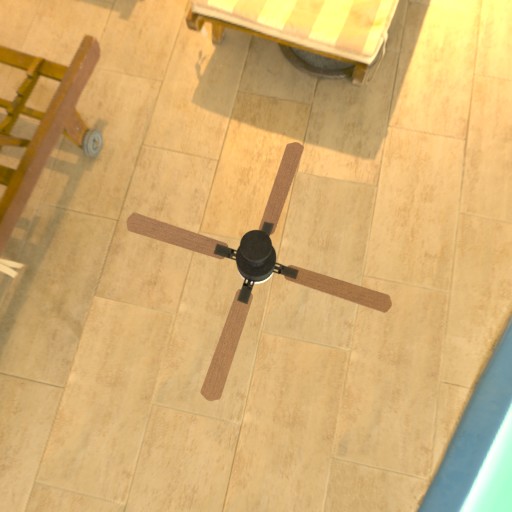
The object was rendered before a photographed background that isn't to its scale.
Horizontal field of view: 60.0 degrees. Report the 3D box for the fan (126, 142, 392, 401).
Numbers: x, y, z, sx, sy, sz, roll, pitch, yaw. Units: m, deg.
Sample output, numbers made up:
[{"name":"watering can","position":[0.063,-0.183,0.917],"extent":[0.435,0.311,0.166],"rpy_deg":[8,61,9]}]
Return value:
[{"name":"fan","position":[0.000,0.000,1.996],"extent":[1.320,0.355,1.320],"rpy_deg":[18,76,5]}]
